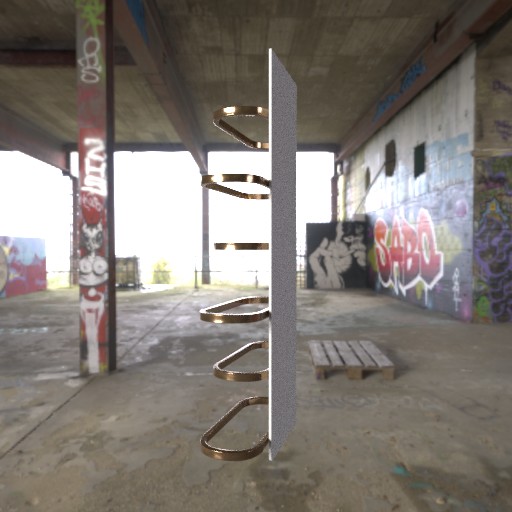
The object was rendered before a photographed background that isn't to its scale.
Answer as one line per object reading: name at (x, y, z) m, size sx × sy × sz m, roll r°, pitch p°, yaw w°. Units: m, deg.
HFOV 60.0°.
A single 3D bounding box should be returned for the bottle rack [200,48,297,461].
bottle rack at (0.000, 0.000, 0.863) m, size 0.118 × 0.709 × 0.332 m, roll 0°, pitch 1°, yaw 19°
